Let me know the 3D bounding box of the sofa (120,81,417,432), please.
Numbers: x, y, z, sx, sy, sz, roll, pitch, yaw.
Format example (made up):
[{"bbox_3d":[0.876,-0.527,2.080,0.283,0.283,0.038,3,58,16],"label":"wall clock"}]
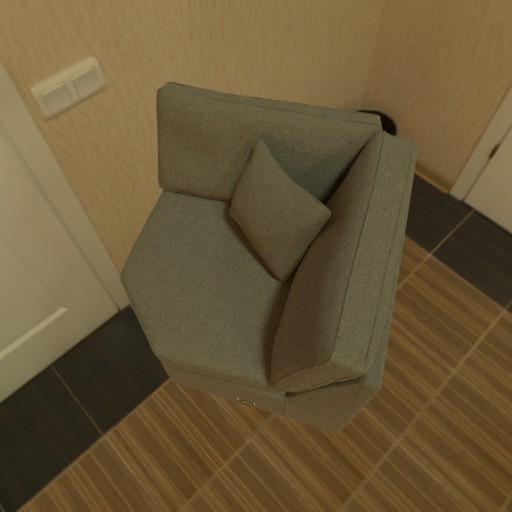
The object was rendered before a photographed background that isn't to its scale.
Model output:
[{"bbox_3d":[0.000,0.000,1.845,1.050,0.951,1.042,15,60,9],"label":"sofa"}]
